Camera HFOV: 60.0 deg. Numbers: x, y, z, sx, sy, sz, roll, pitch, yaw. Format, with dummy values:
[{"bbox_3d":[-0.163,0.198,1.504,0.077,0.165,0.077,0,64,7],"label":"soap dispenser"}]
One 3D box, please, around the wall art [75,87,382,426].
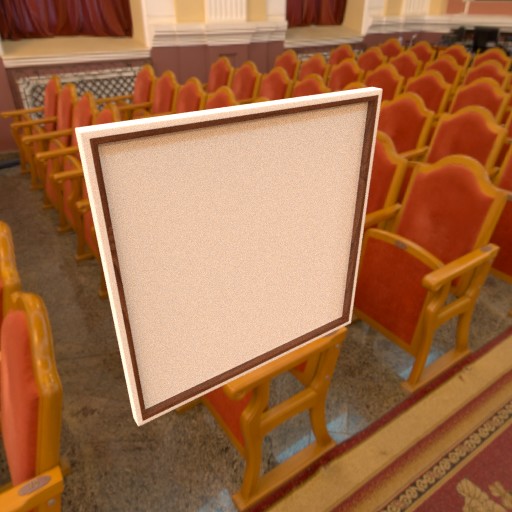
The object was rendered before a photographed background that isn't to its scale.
[{"bbox_3d":[0.000,0.000,1.150,0.757,0.757,0.037,-19,35,-29],"label":"wall art"}]
